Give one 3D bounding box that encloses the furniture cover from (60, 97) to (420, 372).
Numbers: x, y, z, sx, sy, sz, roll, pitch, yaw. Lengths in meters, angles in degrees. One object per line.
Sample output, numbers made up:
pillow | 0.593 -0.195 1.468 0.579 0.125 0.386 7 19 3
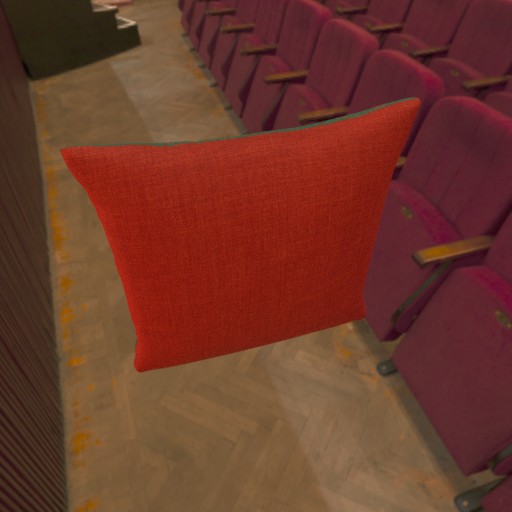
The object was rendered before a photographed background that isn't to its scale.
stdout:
furniture cover | 0.000 0.000 0.782 0.517 0.508 0.158 -12 44 -12
